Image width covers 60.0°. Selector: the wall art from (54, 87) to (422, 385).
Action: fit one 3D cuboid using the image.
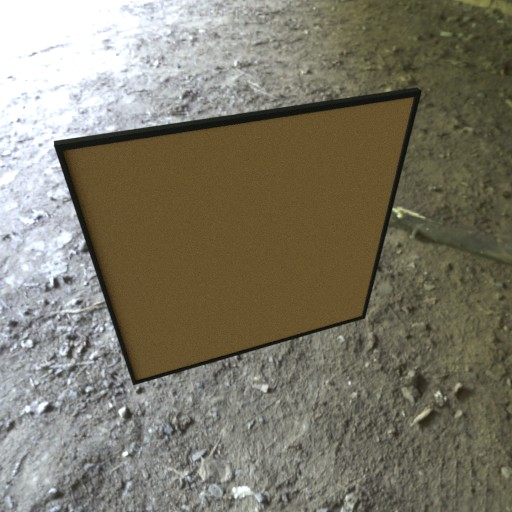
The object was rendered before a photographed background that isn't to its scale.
[{"bbox_3d":[0.000,0.000,0.682,0.458,0.457,0.013,-13,43,-14],"label":"wall art"}]
